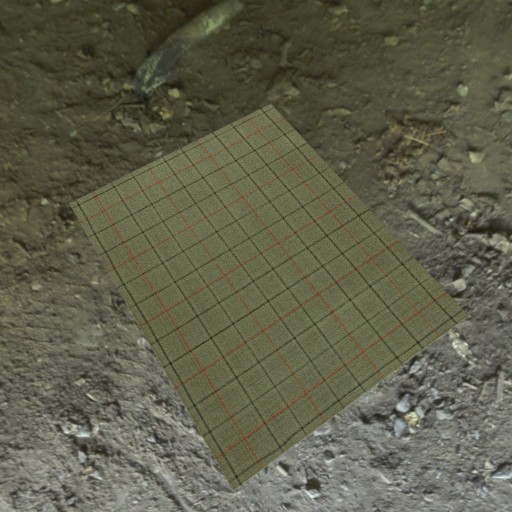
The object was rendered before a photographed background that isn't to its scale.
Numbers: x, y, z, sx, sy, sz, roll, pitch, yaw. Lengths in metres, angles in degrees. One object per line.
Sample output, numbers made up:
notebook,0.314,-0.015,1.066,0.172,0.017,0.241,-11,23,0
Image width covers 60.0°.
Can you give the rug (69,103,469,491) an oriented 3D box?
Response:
rug,0.000,0.000,4.145,2.444,0.012,3.048,-31,67,-15
